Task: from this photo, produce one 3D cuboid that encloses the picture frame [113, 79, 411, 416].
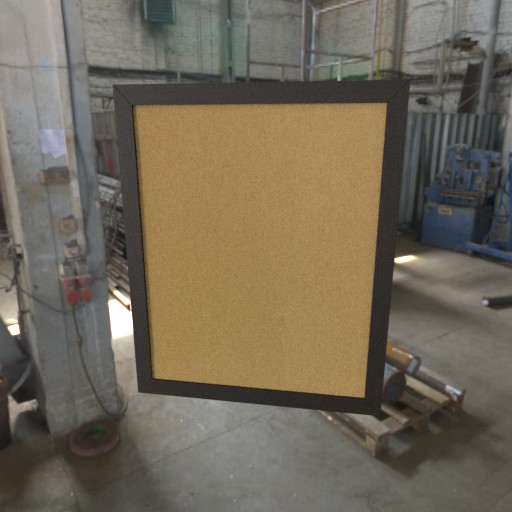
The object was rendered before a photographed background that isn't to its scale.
[{"bbox_3d":[0.000,0.000,0.762,0.452,0.555,0.044,3,16,9],"label":"picture frame"}]
